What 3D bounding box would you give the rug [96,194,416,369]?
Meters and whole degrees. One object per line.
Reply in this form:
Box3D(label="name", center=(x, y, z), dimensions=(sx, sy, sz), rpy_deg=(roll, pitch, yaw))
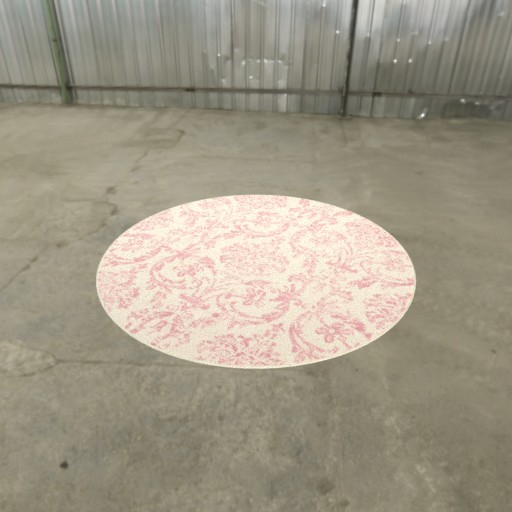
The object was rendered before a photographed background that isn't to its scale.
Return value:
Box3D(label="rug", center=(0.000, 0.000, 2.308), dimensions=(1.593, 0.012, 1.593), rpy_deg=(0, 31, 0))
